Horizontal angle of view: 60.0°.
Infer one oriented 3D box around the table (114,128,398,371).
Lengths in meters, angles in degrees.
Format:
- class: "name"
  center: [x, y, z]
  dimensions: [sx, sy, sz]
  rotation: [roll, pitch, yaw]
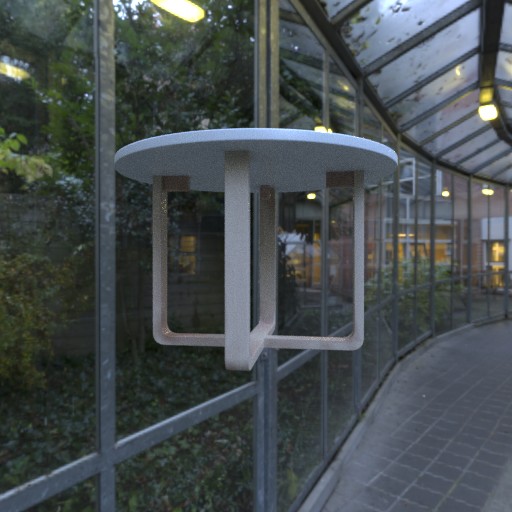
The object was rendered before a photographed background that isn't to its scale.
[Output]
- class: "table"
  center: [0.000, 0.000, 0.986]
  dimensions: [0.600, 0.400, 0.600]
  rotation: [0, 0, 0]
